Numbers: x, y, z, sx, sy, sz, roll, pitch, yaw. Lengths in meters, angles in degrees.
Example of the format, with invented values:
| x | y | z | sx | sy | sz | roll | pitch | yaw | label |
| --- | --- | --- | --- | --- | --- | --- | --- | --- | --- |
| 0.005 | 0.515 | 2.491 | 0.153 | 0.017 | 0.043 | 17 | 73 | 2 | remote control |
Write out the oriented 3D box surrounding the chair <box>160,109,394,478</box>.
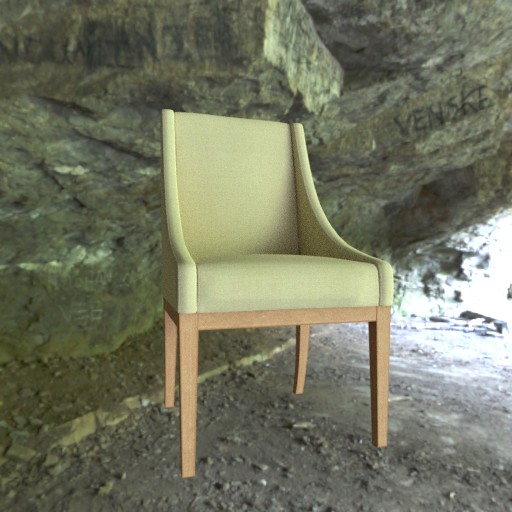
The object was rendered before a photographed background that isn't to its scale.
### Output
| x | y | z | sx | sy | sz | roll | pitch | yaw | label |
| --- | --- | --- | --- | --- | --- | --- | --- | --- | --- |
| 0.000 | 0.000 | 1.376 | 0.575 | 1.021 | 0.611 | 0 | 0 | -18 | chair |
